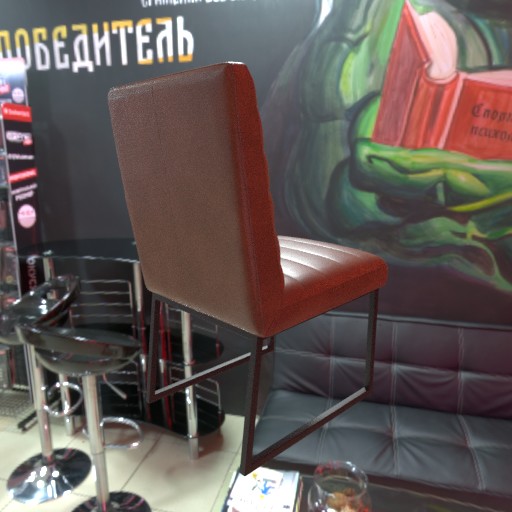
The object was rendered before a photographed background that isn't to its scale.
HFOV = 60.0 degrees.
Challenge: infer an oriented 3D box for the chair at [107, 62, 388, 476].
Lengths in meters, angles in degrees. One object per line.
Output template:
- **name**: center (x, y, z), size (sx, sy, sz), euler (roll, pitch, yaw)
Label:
- **chair**: center (0.000, 0.000, 1.293), size (0.634, 0.930, 0.520), euler (-12, 18, -42)
